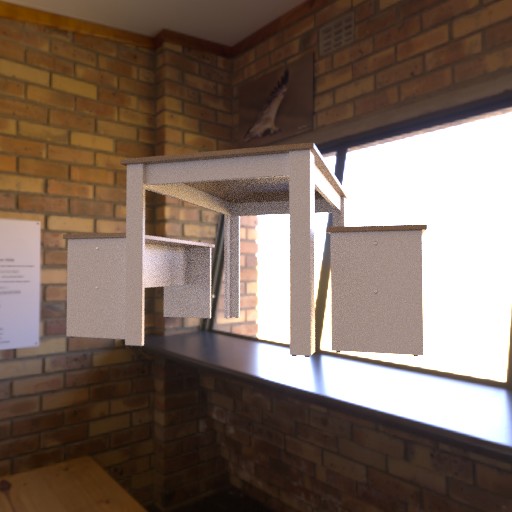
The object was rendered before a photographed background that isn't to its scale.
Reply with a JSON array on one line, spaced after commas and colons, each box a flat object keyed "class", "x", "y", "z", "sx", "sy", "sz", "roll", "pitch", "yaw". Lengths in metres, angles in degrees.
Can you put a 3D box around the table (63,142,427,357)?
[{"class": "table", "x": 0.000, "y": 0.000, "z": 2.067, "sx": 1.443, "sy": 0.700, "sz": 1.100, "roll": -1, "pitch": -2, "yaw": 18}]
